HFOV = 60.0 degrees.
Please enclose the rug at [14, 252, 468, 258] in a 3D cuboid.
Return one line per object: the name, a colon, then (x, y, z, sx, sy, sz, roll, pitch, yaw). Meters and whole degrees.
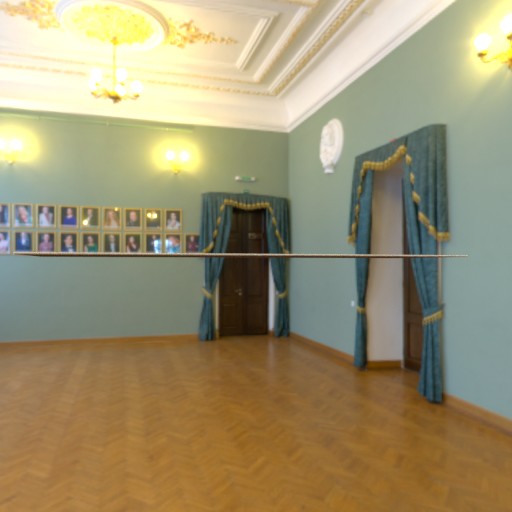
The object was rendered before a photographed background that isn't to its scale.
rug: (0.000, 0.000, 2.634, 2.435, 0.009, 0.750, 0, -1, -18)
